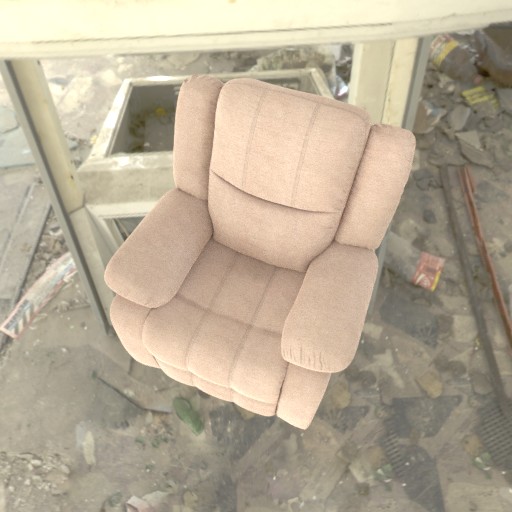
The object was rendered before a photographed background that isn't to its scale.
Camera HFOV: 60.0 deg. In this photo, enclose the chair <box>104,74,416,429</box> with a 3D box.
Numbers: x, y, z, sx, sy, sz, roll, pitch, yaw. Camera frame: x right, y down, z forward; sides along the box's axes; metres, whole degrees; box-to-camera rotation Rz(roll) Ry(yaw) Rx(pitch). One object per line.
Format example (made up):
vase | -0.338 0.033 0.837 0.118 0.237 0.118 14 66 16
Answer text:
chair | 0.000 0.000 1.709 0.899 1.008 0.944 19 60 11
